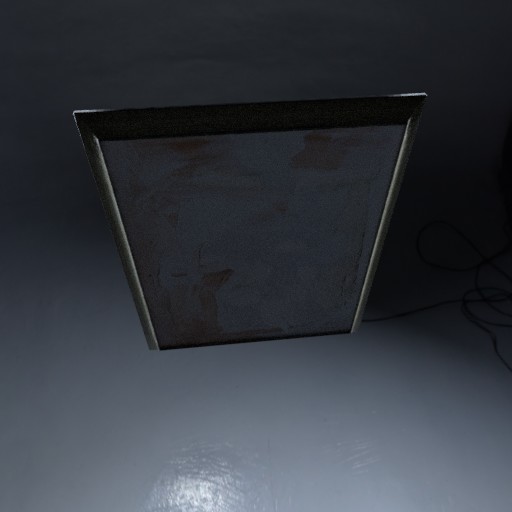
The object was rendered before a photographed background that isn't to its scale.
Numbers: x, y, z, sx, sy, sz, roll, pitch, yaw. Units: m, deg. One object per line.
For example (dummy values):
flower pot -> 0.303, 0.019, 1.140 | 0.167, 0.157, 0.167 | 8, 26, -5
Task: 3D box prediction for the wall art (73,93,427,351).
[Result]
wall art -> 0.000, 0.000, 0.635 | 0.381, 0.457, 0.023 | -4, 46, -4
